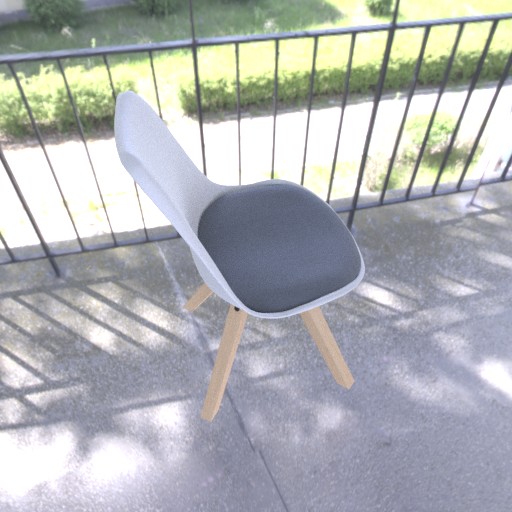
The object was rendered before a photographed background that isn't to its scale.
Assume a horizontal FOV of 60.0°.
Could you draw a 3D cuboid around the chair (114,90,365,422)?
[{"bbox_3d":[0.000,0.000,1.172,0.550,0.850,0.485,-10,47,-9],"label":"chair"}]
